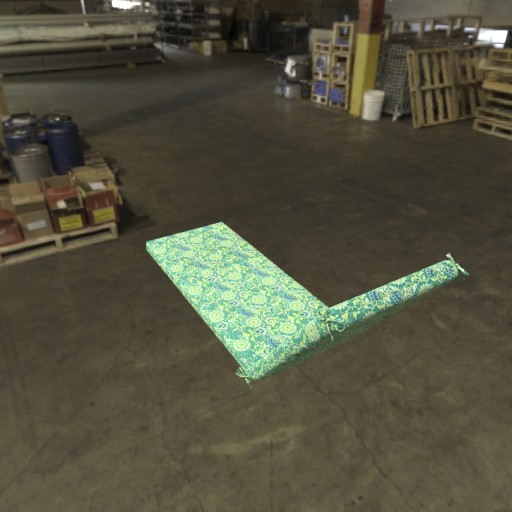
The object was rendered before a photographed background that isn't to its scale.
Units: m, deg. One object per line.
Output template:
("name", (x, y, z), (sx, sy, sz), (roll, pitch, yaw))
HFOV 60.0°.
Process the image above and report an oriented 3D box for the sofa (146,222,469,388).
("sofa", (0.000, 0.000, 1.996), (0.582, 0.622, 1.663), (-17, 35, -27))
